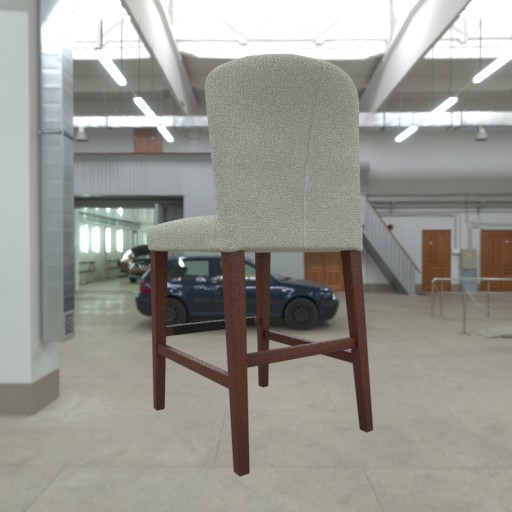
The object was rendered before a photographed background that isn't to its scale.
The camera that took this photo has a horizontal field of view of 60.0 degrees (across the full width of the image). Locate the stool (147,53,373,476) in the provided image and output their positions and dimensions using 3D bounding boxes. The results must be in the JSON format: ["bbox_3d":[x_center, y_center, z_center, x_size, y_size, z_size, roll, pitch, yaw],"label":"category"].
[{"bbox_3d":[0.000,0.000,1.310,0.481,0.969,0.568,-1,1,-35],"label":"stool"}]
